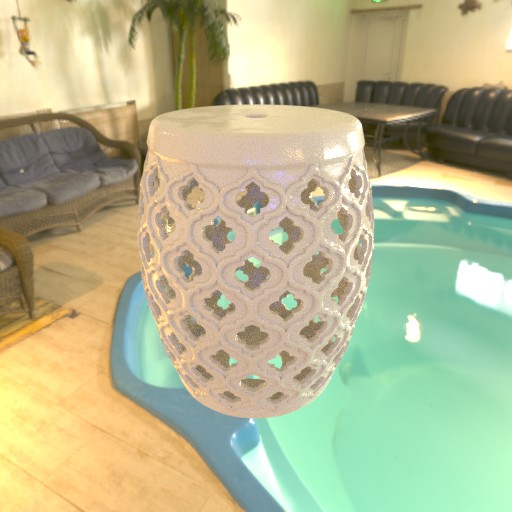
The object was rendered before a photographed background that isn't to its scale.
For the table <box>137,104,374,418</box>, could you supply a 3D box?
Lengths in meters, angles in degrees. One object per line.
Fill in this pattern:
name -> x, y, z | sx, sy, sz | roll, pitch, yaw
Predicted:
table -> 0.000, 0.000, 0.639 | 0.325, 0.388, 0.325 | 0, 25, 0
